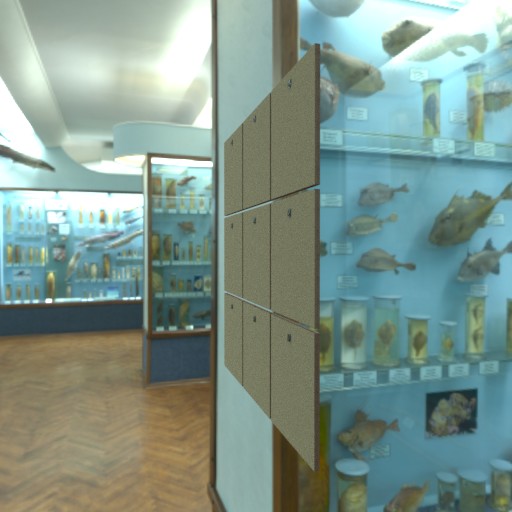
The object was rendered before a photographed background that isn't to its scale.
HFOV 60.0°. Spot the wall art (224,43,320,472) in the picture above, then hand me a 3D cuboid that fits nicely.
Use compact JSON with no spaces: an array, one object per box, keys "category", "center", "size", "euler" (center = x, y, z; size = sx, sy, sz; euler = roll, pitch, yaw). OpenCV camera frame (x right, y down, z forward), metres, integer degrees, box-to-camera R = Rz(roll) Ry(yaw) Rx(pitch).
[{"category":"wall art","center":[0.000,0.000,1.369],"size":[0.018,0.904,0.906],"euler":[0,1,-16]}]
